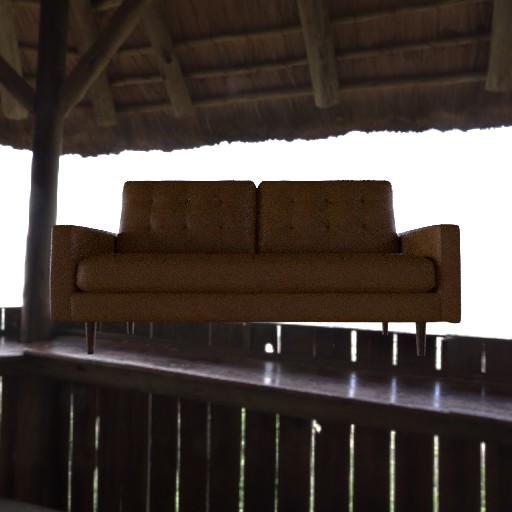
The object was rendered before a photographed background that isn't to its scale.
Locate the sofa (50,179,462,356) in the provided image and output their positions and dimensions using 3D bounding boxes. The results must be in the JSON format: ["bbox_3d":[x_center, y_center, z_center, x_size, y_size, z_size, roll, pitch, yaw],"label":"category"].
[{"bbox_3d":[0.000,0.000,2.315,1.821,0.898,0.850,0,-1,1],"label":"sofa"}]
